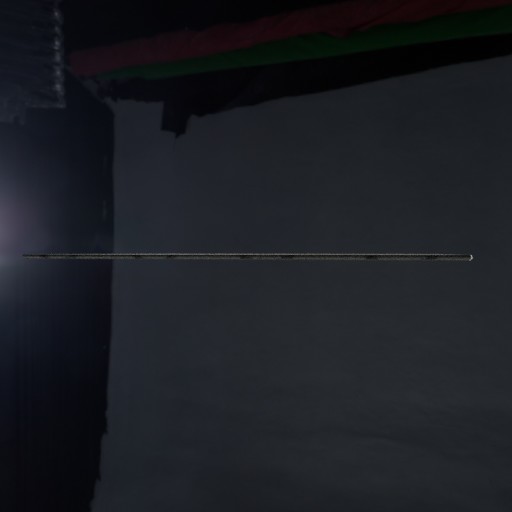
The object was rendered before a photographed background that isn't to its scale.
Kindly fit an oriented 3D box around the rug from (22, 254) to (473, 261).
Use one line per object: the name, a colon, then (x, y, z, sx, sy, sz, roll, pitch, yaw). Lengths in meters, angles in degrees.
rug: (0.000, 0.000, 2.896, 2.348, 0.024, 1.501, 0, 0, 17)
